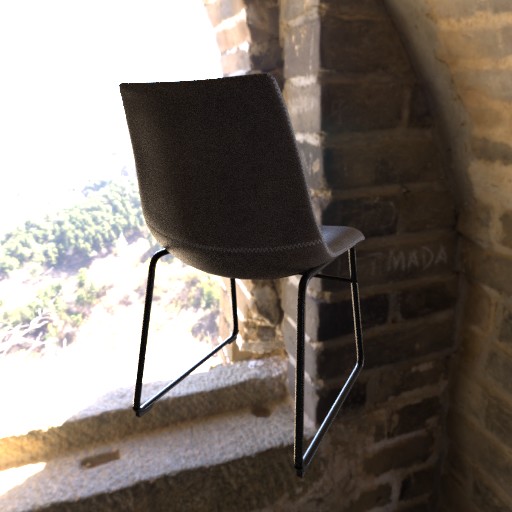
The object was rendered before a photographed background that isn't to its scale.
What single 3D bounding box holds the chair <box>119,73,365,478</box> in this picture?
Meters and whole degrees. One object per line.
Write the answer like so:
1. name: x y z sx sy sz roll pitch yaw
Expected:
1. chair: 0.000 0.000 1.102 0.460 0.780 0.550 8 18 26
